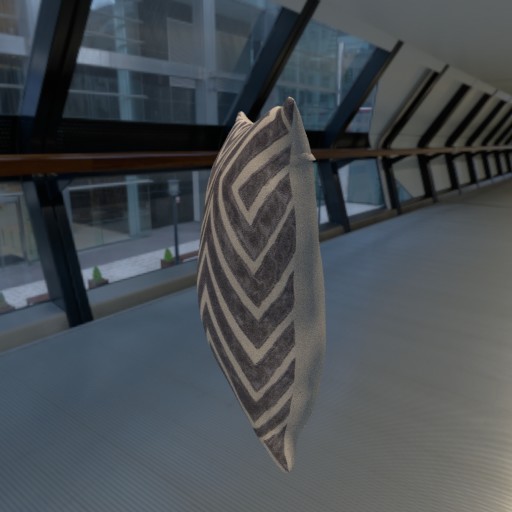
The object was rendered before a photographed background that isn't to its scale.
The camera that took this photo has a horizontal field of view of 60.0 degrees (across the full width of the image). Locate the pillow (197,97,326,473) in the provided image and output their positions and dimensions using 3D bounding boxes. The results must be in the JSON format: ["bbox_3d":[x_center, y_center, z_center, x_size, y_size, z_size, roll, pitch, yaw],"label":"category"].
[{"bbox_3d":[0.000,0.000,0.679,0.182,0.441,0.440,-2,15,-8],"label":"pillow"}]
